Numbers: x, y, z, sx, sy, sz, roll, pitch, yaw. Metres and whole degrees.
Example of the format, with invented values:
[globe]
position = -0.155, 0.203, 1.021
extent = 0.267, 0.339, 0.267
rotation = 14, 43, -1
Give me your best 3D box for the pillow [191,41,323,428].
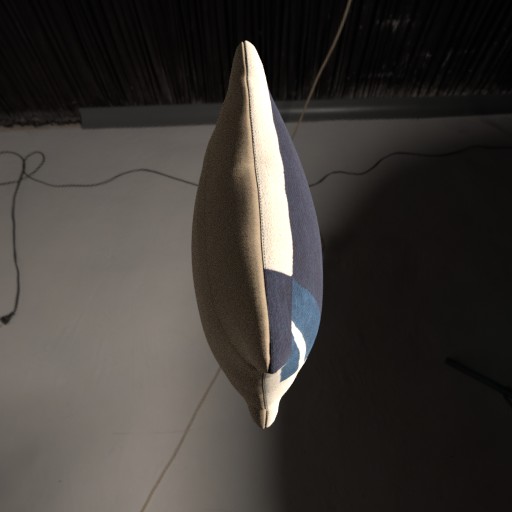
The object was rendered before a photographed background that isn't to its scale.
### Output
[pillow]
position = 0.000, 0.000, 0.797
extent = 0.229, 0.506, 0.536
rotation = -3, 63, -2
